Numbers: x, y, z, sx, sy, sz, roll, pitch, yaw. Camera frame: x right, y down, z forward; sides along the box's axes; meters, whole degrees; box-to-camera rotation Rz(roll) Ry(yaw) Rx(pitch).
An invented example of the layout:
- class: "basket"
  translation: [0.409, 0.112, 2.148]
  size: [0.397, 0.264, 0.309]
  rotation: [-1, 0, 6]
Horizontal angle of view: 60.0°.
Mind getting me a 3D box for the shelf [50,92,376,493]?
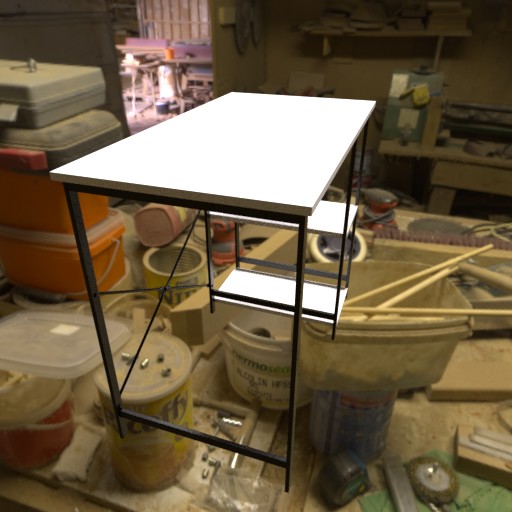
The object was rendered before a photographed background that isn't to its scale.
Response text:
- class: "shelf"
  translation: [0.000, 0.000, 1.306]
  size: [0.498, 0.750, 0.902]
  rotation: [10, 31, 17]
